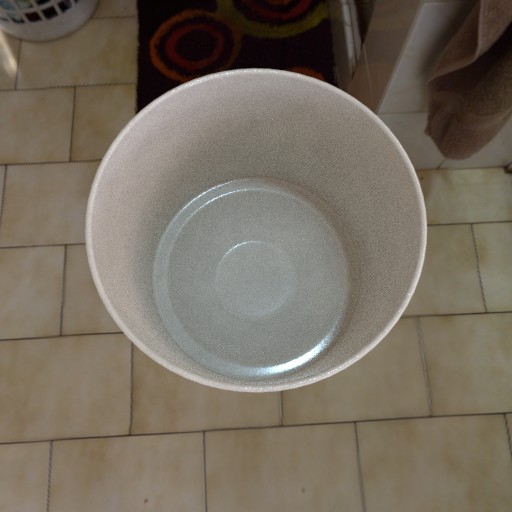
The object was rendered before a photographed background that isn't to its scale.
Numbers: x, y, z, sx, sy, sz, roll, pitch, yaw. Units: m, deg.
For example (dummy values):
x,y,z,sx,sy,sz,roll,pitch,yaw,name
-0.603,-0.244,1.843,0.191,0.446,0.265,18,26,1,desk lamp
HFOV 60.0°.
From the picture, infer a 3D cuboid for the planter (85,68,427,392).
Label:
x,y,z,sx,sy,sz,roll,pitch,yaw,name
0.000,0.000,0.334,0.190,0.181,0.190,0,75,0,planter
